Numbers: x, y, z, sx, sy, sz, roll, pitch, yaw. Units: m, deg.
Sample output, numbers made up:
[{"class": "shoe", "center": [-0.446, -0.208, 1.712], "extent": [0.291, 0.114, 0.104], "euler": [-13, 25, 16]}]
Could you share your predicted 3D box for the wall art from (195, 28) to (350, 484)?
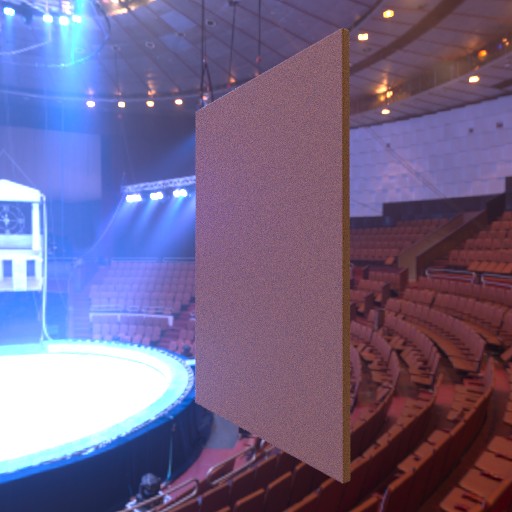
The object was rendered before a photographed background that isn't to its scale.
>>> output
[{"class": "wall art", "center": [0.000, 0.000, 0.604], "extent": [0.011, 0.482, 0.329], "euler": [0, -1, -36]}]
